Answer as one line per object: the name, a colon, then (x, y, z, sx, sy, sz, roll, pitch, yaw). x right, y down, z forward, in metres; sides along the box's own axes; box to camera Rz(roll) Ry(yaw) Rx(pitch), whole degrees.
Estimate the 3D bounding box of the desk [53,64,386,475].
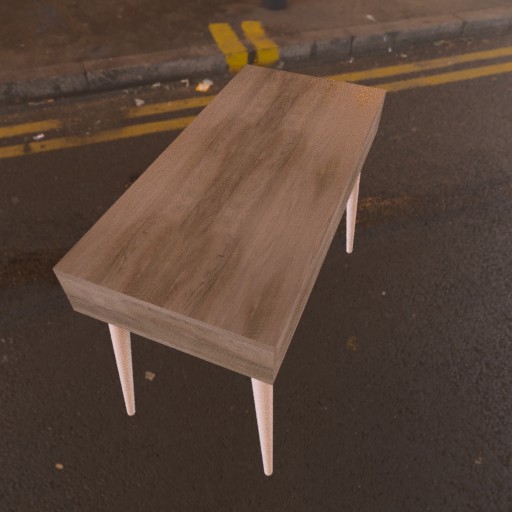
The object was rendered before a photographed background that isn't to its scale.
desk: (0.000, 0.000, 1.389, 0.491, 0.723, 0.979, 17, 50, 15)
